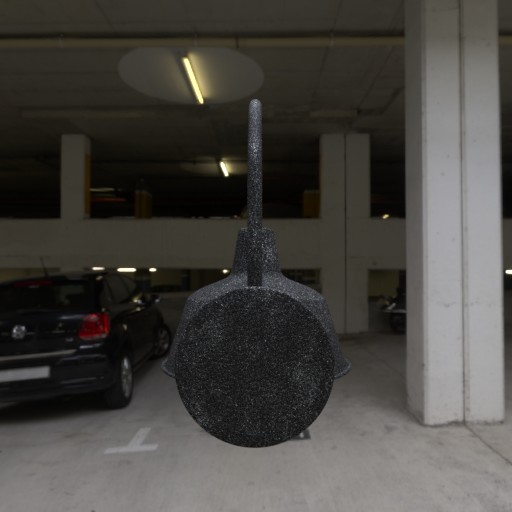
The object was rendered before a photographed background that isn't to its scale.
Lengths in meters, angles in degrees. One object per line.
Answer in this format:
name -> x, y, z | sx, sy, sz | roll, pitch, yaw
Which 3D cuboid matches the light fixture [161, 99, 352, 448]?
light fixture -> 0.000, 0.000, 0.482 | 0.216, 0.300, 0.283 | 0, -1, 0
